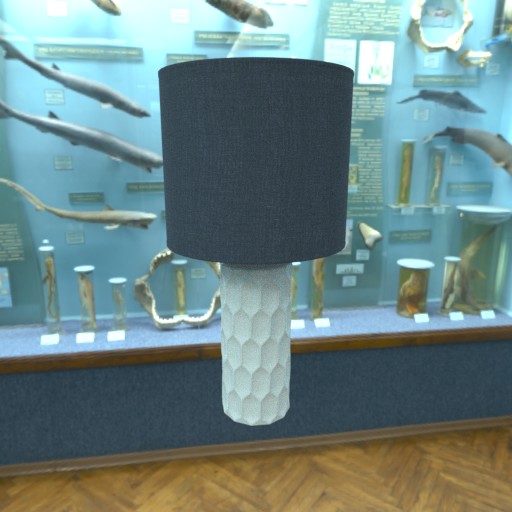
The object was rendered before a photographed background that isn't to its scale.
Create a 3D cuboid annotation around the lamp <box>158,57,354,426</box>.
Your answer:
[{"bbox_3d":[0.000,0.000,0.703,0.277,0.537,0.277,-2,14,-7],"label":"lamp"}]
